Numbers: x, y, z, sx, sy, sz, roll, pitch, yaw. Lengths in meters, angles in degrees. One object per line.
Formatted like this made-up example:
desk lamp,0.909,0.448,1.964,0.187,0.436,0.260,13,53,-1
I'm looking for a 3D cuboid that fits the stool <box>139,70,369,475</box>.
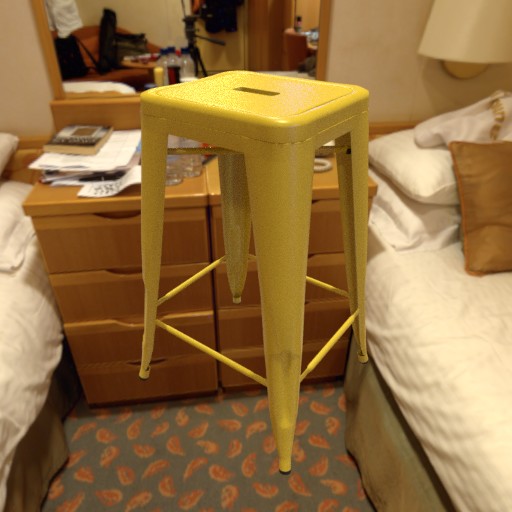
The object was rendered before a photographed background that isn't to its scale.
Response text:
stool,0.000,0.000,0.849,0.399,0.609,0.359,21,38,30
